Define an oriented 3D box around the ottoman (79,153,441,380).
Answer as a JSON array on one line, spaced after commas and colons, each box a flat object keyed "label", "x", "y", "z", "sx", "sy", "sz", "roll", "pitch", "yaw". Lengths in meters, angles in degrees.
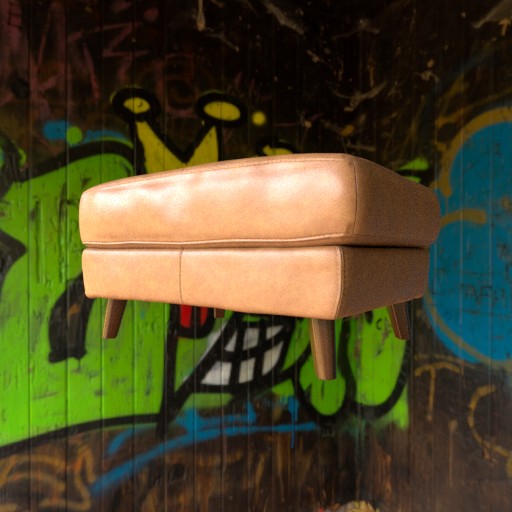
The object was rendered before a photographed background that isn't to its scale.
[{"label": "ottoman", "x": 0.000, "y": 0.000, "z": 1.240, "sx": 0.869, "sy": 0.461, "sz": 0.630, "roll": 0, "pitch": 1, "yaw": 36}]
